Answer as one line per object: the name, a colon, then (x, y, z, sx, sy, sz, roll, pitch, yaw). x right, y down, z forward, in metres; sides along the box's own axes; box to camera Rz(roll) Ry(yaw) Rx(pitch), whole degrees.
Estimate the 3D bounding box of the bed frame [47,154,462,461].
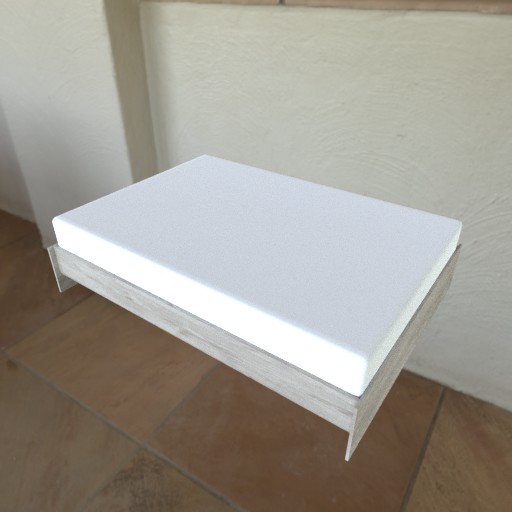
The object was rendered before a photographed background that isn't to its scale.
bed frame: (0.000, 0.000, 2.625, 1.945, 0.497, 1.445, 21, 38, 30)
